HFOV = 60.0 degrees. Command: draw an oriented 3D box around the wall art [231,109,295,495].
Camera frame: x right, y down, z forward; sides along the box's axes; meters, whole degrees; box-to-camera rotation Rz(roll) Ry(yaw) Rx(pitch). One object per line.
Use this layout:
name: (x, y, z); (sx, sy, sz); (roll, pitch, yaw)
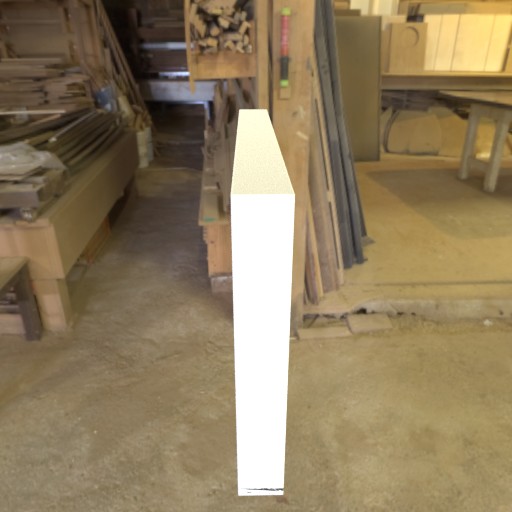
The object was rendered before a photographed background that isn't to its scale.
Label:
wall art: (0.000, 0.000, 0.484); (0.038, 0.259, 0.381); (0, 25, -1)
